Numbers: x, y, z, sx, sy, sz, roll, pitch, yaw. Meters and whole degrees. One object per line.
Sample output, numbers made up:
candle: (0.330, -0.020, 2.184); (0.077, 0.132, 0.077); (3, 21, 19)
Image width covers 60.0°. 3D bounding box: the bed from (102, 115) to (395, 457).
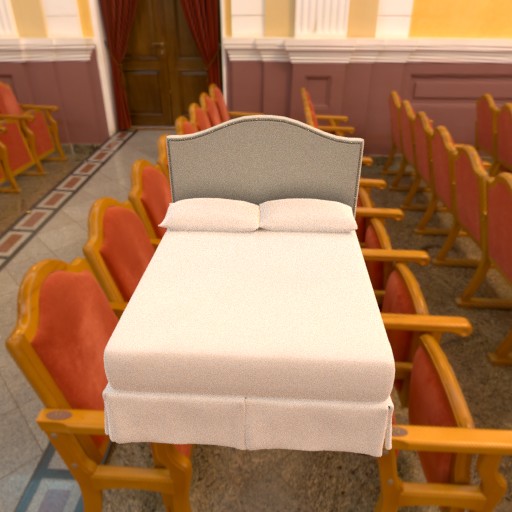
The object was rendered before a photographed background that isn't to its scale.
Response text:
bed: (0.000, 0.000, 3.300); (1.813, 1.607, 2.180); (2, 30, 3)
